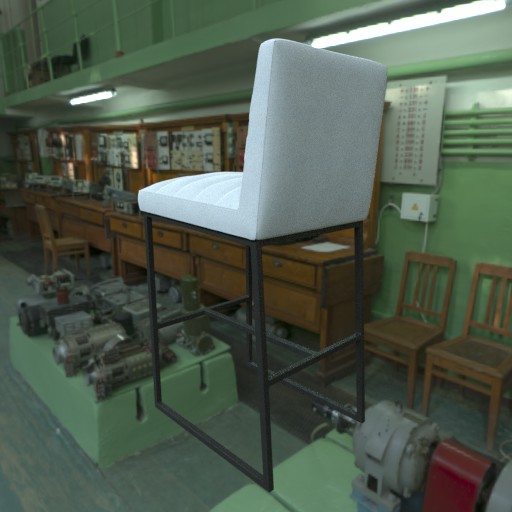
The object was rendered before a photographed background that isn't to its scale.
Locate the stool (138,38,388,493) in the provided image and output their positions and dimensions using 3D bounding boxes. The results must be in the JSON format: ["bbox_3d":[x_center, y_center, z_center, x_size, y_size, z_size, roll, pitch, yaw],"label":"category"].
[{"bbox_3d":[0.000,0.000,1.332,0.464,1.061,0.573,-13,18,-43],"label":"stool"}]
